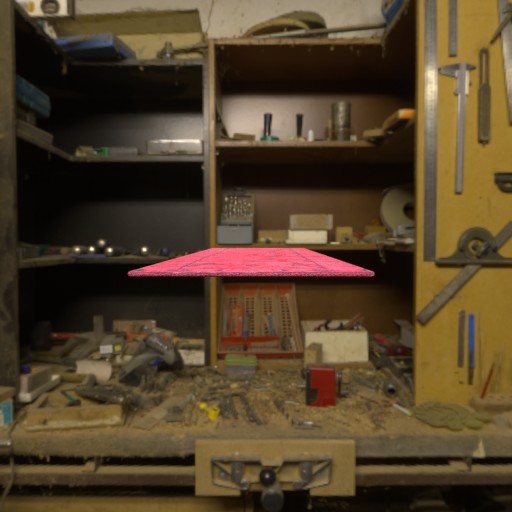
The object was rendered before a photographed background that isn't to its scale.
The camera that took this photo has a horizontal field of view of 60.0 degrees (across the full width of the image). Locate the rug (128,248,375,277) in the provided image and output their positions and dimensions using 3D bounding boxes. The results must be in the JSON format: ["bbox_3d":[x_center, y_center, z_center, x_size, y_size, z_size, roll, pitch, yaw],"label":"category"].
[{"bbox_3d":[0.000,0.000,2.669,0.813,0.018,2.439,0,3,1],"label":"rug"}]
